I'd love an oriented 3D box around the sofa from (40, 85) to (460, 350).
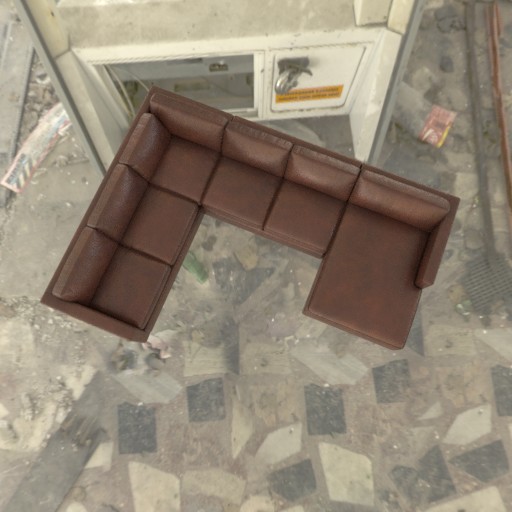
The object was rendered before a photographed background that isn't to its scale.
[{"bbox_3d":[0.000,0.000,4.475,3.324,0.891,2.452,22,78,5],"label":"sofa"}]
